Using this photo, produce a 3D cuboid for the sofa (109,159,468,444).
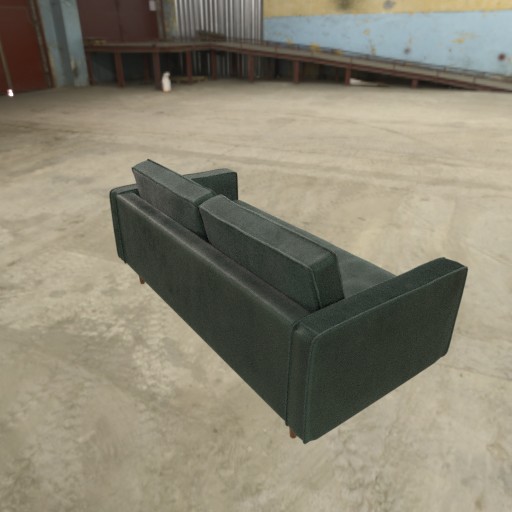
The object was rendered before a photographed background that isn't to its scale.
[{"bbox_3d":[0.000,0.000,2.296,0.886,0.781,1.816,-18,32,-32],"label":"sofa"}]
